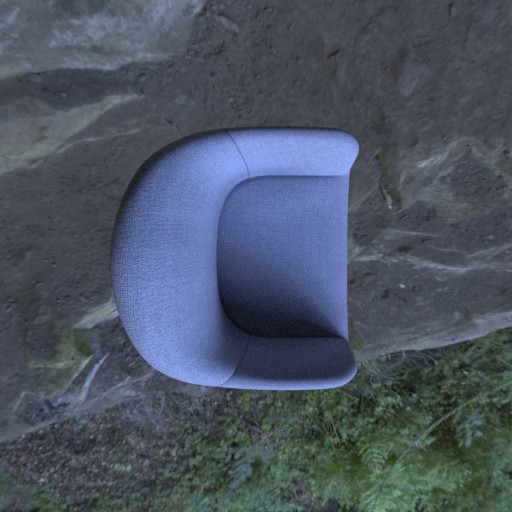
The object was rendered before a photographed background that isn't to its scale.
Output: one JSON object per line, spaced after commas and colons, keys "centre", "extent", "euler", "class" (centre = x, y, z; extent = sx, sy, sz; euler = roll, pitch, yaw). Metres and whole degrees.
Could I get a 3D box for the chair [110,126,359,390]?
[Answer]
{"centre": [0.000, 0.000, 1.205], "extent": [0.550, 0.795, 0.590], "euler": [0, 92, 0], "class": "chair"}
